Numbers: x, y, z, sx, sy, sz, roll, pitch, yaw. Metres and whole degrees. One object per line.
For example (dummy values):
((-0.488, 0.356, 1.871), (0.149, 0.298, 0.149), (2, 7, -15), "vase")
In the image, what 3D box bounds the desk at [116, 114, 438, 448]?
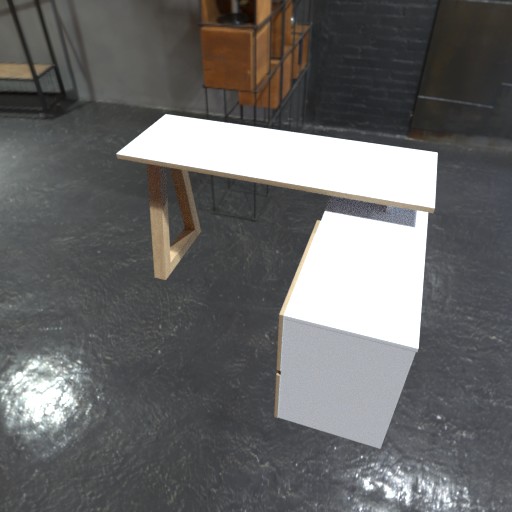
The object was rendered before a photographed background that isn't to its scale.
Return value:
((0.000, 0.000, 2.067), (1.404, 0.755, 1.098), (12, 41, 14), "desk")
